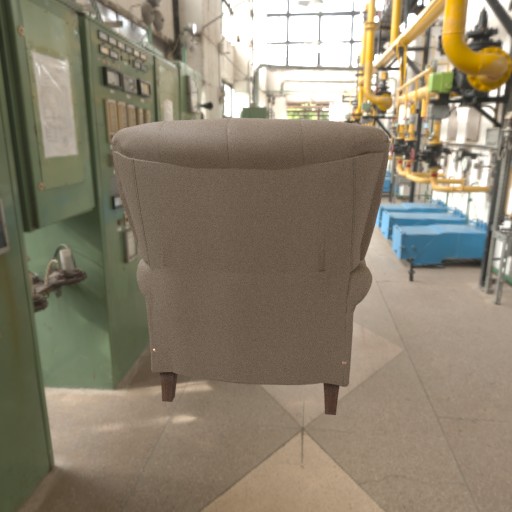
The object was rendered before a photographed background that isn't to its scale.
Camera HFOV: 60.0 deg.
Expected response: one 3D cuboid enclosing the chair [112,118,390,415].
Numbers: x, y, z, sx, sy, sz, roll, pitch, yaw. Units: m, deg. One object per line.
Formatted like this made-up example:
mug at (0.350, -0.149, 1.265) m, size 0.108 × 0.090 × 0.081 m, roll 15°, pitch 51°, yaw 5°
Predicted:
chair at (0.000, 0.000, 1.961) m, size 0.999 × 1.138 × 1.041 m, roll 2°, pitch 15°, yaw 8°
